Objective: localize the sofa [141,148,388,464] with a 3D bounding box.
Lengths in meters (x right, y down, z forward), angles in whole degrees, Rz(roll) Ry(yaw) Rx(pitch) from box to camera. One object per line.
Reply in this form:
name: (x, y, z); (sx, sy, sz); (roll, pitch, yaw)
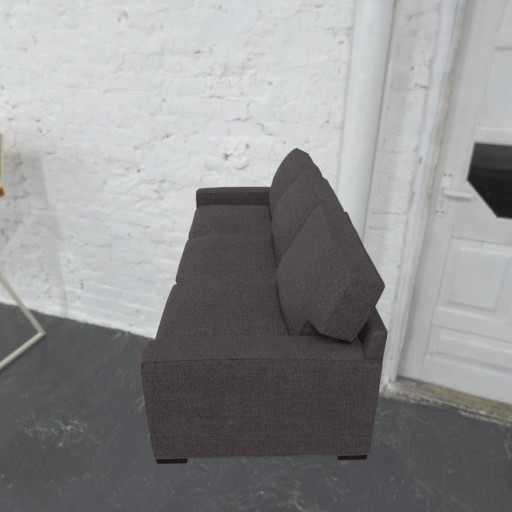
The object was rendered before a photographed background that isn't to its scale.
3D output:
sofa: (0.000, 0.000, 2.881); (1.004, 0.978, 2.369); (-1, 26, -1)
